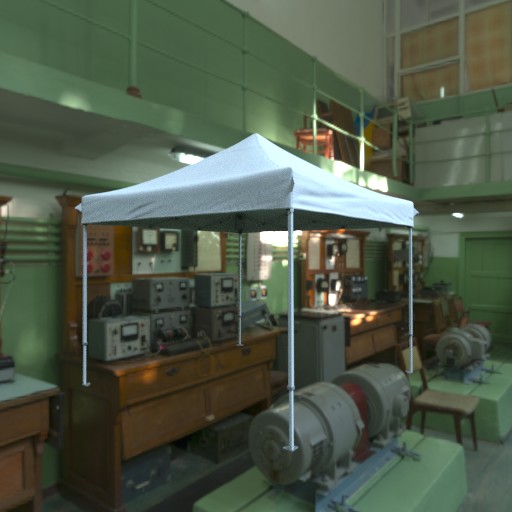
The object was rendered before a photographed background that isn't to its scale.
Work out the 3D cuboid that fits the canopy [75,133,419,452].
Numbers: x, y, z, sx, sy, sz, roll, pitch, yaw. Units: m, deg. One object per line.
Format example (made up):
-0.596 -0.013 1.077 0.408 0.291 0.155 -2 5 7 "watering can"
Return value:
0.000 0.000 5.428 2.996 2.998 2.994 0 0 37 "canopy"
